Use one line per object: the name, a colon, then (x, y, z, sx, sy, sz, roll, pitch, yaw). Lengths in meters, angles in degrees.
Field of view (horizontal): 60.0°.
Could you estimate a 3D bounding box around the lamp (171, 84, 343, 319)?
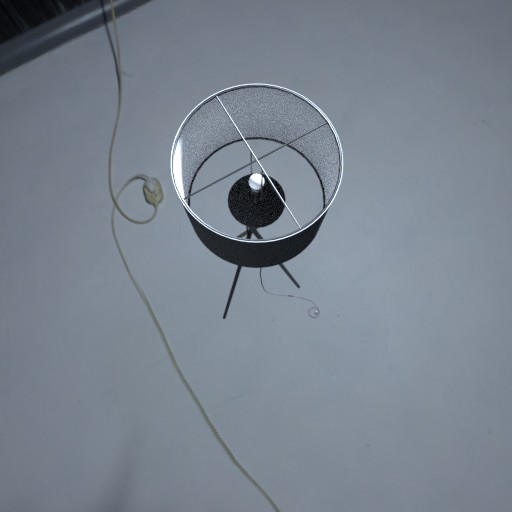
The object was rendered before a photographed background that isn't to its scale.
lamp: (0.000, 0.000, 1.882, 0.522, 1.624, 0.667, -30, 78, -7)
